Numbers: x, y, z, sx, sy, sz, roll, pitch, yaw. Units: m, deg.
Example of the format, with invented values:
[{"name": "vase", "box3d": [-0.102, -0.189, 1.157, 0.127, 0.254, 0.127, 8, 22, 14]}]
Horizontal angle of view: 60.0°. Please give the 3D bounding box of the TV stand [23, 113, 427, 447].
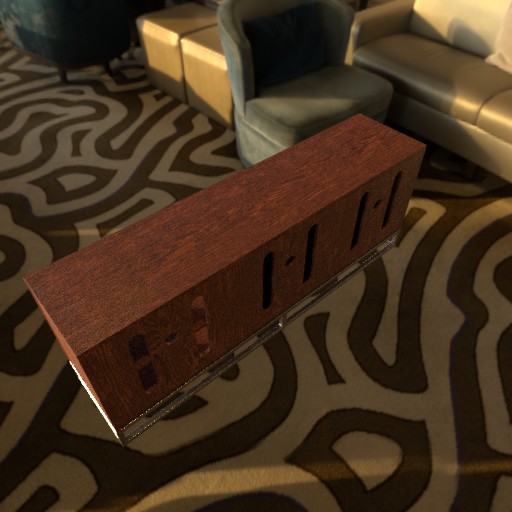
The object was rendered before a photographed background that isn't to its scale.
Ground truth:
[{"name": "TV stand", "box3d": [0.000, 0.000, 1.787, 1.541, 0.578, 0.382, -32, 53, -27]}]
